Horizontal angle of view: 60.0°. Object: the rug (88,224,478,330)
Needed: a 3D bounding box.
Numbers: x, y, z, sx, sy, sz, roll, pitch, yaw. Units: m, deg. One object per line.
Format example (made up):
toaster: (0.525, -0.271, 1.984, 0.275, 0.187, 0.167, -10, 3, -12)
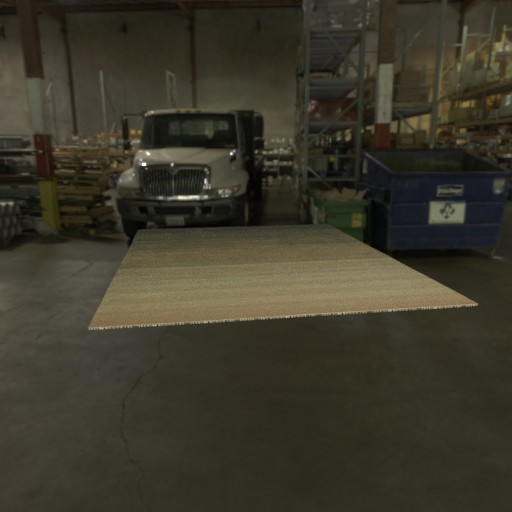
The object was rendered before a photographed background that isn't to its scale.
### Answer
rug: (0.000, 0.000, 3.960, 2.315, 0.015, 2.932, -2, 14, -9)
